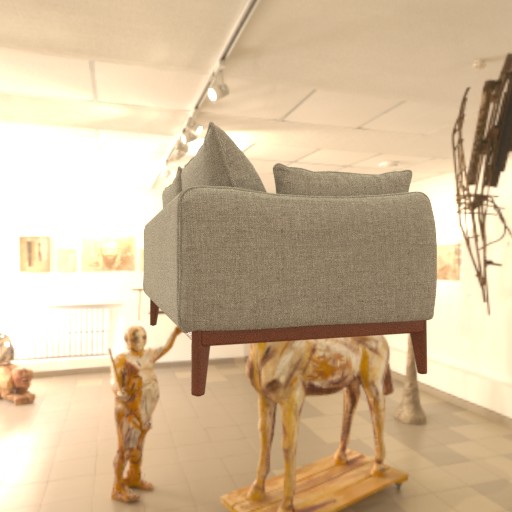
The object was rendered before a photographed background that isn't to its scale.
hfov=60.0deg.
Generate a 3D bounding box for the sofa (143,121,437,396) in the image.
[{"bbox_3d":[0.000,0.000,2.164,0.972,0.851,1.580,0,0,-18],"label":"sofa"}]
